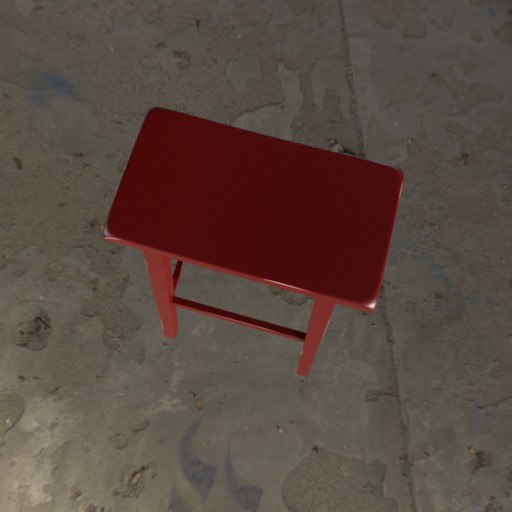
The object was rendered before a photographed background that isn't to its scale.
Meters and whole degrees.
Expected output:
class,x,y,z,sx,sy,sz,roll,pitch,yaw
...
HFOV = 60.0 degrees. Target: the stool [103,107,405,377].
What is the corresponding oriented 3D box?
class,x,y,z,sx,sy,sz,roll,pitch,yaw
stool,0.000,0.000,1.067,0.457,0.737,0.476,15,77,4
